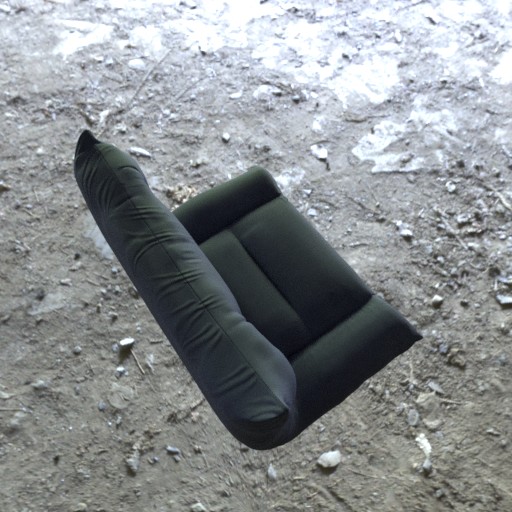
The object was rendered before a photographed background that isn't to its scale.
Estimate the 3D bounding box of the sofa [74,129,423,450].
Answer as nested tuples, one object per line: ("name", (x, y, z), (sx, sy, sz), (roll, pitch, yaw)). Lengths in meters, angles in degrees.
("sofa", (0.000, 0.000, 1.634), (0.849, 0.778, 1.122), (-31, 64, -17))
